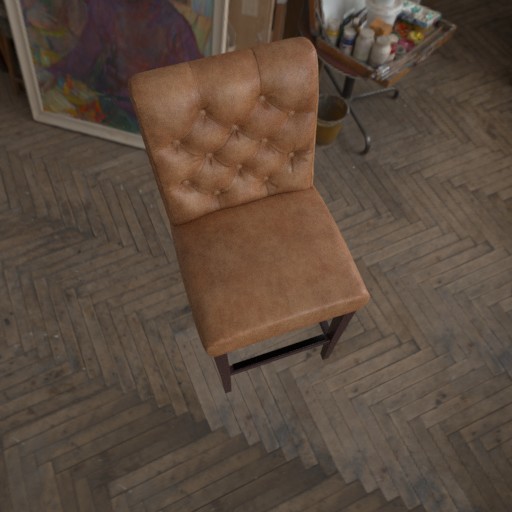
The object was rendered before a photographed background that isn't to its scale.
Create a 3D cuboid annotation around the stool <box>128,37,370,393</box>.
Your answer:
[{"bbox_3d":[0.000,0.000,1.452,0.493,1.140,0.601,-17,65,-8],"label":"stool"}]
